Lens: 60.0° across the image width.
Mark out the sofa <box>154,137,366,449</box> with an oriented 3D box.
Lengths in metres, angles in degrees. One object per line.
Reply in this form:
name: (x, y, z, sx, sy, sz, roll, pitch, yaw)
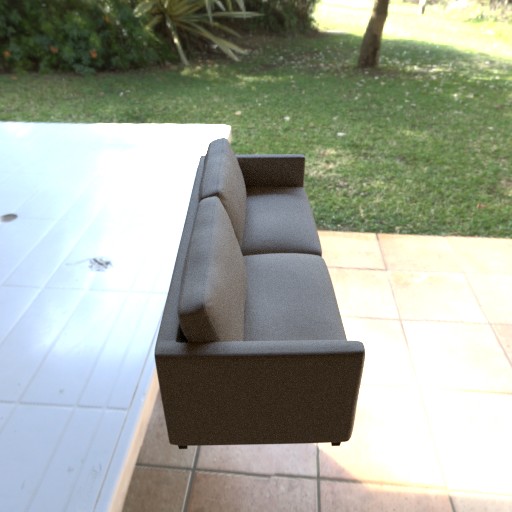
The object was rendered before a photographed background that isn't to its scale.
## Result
sofa: (0.000, 0.000, 3.042, 0.951, 0.965, 2.434, -1, 33, -1)
